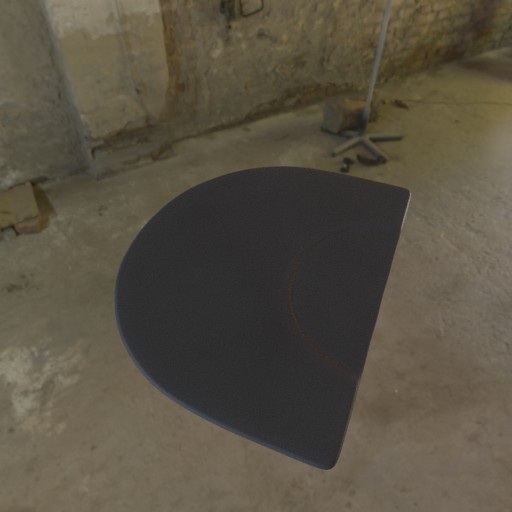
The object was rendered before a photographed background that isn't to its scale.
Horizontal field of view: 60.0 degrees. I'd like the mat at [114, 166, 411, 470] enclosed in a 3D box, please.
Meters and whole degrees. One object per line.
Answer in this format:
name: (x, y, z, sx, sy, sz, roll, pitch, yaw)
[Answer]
mat: (0.000, 0.000, 1.586, 0.917, 0.016, 1.220, 17, 48, 15)
